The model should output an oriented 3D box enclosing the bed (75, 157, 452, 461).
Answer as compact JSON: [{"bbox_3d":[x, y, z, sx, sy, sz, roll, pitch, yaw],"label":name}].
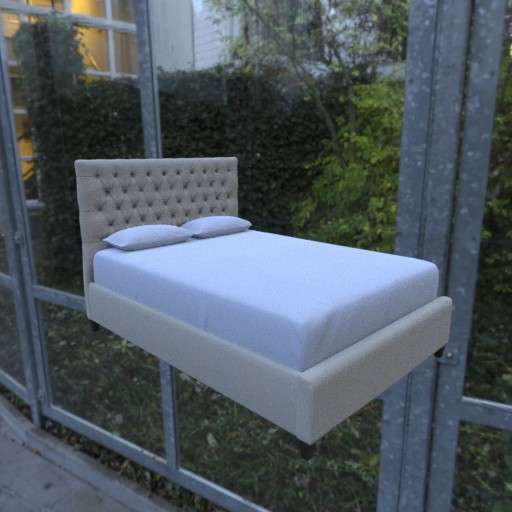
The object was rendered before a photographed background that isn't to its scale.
[{"bbox_3d":[0.000,0.000,3.384,2.387,1.427,1.698,13,19,43],"label":"bed"}]
